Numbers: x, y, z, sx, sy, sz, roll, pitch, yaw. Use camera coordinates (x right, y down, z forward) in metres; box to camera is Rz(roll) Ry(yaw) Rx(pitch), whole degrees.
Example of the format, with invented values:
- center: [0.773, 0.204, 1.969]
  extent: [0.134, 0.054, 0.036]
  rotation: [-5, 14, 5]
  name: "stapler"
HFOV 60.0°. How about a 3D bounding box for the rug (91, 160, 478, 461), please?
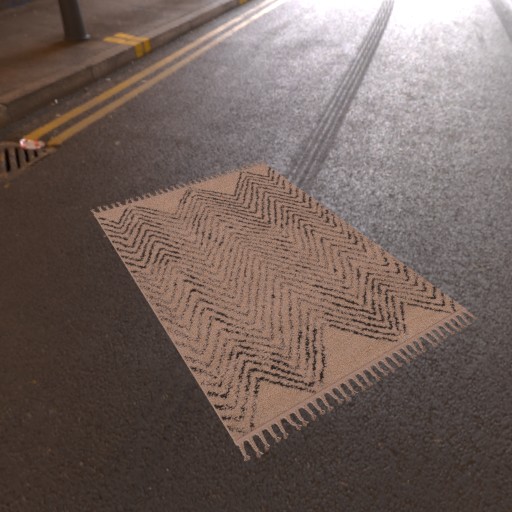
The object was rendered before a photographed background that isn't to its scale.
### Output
- center: [0.000, 0.000, 2.339]
  extent: [1.230, 0.014, 1.847]
  rotation: [-22, 44, -24]
  name: "rug"
